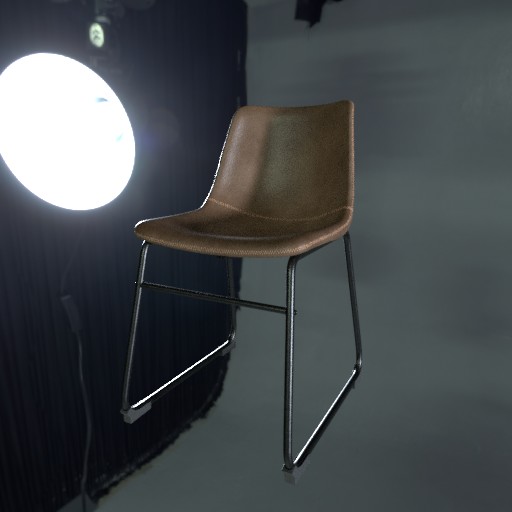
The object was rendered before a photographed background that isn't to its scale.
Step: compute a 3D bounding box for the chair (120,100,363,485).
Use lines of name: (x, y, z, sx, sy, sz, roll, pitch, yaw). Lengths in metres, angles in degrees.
chair: (0.000, 0.000, 1.123, 0.460, 0.780, 0.551, 7, 15, 27)
